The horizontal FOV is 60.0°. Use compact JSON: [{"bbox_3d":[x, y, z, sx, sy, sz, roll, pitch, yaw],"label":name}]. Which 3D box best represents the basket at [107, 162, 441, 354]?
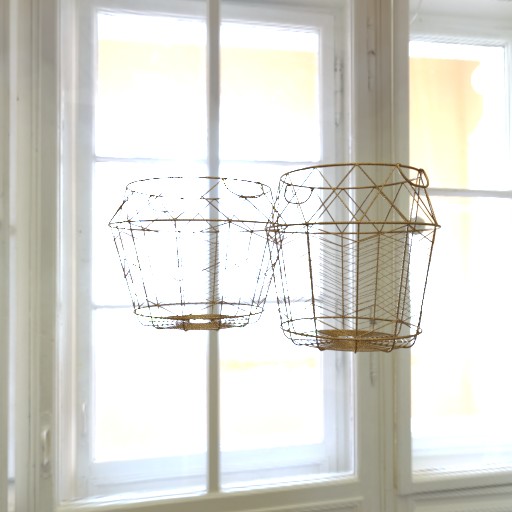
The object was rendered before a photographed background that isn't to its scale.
[{"bbox_3d":[0.000,0.000,1.026,0.805,0.343,0.451,0,0,36],"label":"basket"}]
